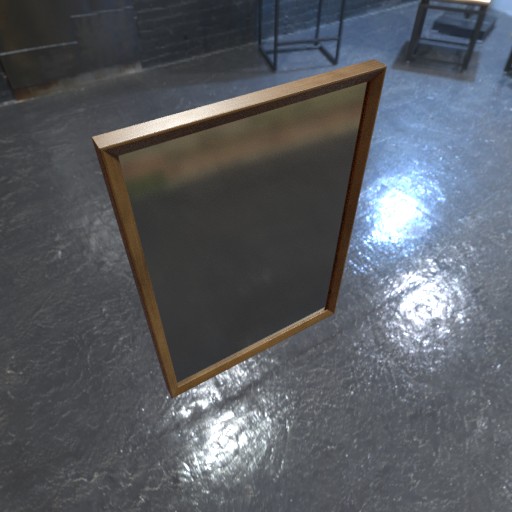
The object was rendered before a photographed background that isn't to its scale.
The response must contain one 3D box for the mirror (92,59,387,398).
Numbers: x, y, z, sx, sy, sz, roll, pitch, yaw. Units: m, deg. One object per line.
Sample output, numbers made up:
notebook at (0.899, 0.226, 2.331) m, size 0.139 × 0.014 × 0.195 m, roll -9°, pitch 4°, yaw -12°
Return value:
mirror at (0.000, 0.000, 0.942) m, size 0.508 × 0.711 × 0.039 m, roll -23°, pitch 50°, yaw -21°
